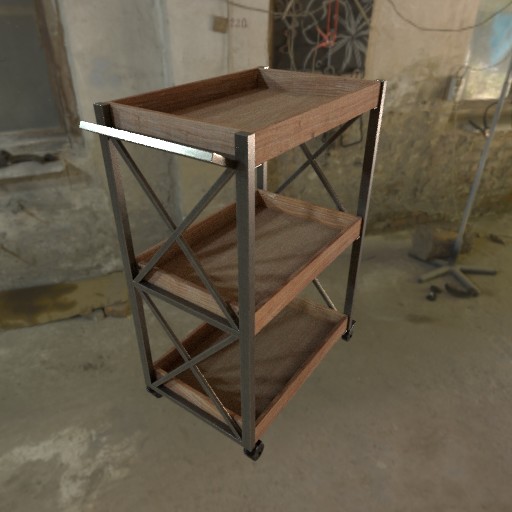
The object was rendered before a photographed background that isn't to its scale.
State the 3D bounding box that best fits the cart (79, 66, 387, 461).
[{"bbox_3d":[0.000,0.000,1.171,0.377,0.835,0.673,20,37,29],"label":"cart"}]
